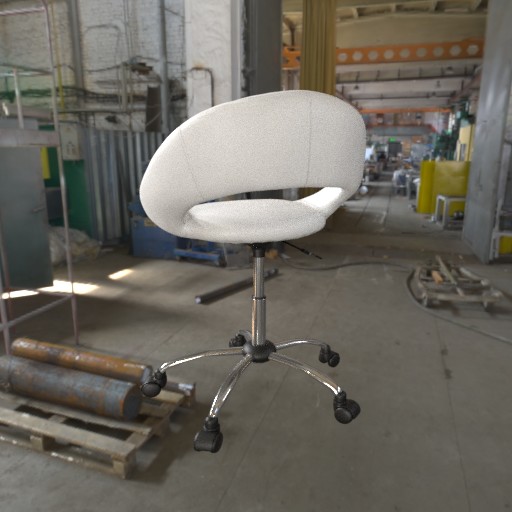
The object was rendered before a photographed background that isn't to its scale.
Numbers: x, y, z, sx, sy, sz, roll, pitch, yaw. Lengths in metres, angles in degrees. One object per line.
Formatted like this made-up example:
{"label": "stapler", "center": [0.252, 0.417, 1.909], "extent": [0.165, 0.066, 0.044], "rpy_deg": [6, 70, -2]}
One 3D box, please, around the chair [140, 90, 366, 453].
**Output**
{"label": "chair", "center": [0.000, 0.000, 1.188], "extent": [0.612, 0.791, 0.538], "rpy_deg": [-7, 16, -27]}
